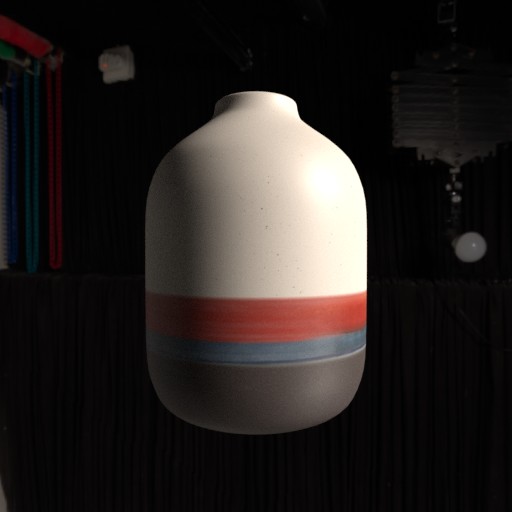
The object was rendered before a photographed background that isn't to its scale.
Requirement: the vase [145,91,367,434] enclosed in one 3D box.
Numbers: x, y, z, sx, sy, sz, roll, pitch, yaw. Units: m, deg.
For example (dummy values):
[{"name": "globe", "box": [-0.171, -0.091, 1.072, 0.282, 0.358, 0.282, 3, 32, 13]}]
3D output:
[{"name": "vase", "box": [0.000, 0.000, 0.350, 0.169, 0.237, 0.169, 0, 0, 0]}]
